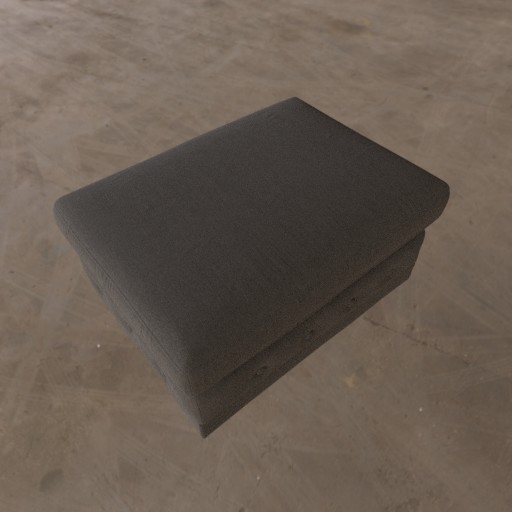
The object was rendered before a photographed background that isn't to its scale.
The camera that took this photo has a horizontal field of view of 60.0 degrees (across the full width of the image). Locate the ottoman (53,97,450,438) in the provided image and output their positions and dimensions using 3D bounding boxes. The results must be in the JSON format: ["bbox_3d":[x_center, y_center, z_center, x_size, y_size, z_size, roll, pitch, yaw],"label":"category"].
[{"bbox_3d":[0.000,0.000,1.164,0.771,0.500,0.569,-31,55,-25],"label":"ottoman"}]
